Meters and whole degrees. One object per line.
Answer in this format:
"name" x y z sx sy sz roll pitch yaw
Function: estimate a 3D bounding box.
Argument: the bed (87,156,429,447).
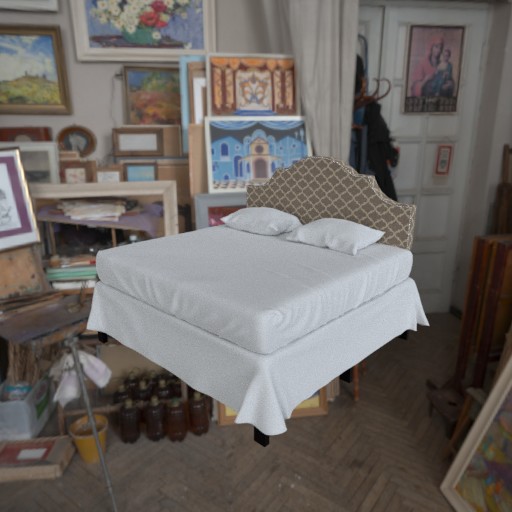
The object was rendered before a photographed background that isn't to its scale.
"bed" 0.000 0.000 3.833 2.314 1.601 2.222 15 22 41
